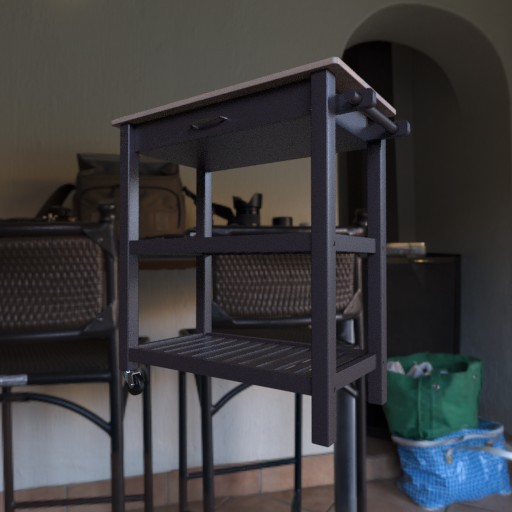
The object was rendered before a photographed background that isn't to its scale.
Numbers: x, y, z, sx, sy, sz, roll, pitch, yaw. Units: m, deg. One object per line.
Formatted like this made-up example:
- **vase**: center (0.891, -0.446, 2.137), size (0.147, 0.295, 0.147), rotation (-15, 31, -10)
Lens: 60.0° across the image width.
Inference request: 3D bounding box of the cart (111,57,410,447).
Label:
- **cart**: center (0.000, 0.000, 1.440), size (0.899, 0.927, 0.457), rotation (-1, -1, 35)
